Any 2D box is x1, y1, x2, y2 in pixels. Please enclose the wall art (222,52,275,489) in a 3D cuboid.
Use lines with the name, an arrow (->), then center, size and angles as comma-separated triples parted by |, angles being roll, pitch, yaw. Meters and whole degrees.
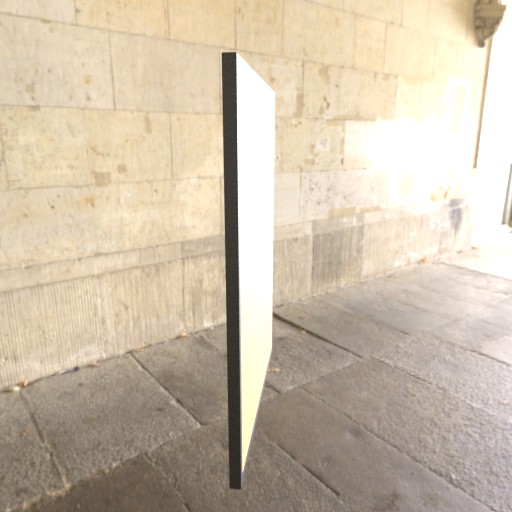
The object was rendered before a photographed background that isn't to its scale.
wall art -> 0.000, 0.000, 1.370 | 0.030, 1.027, 0.774 | 2, 15, 8
